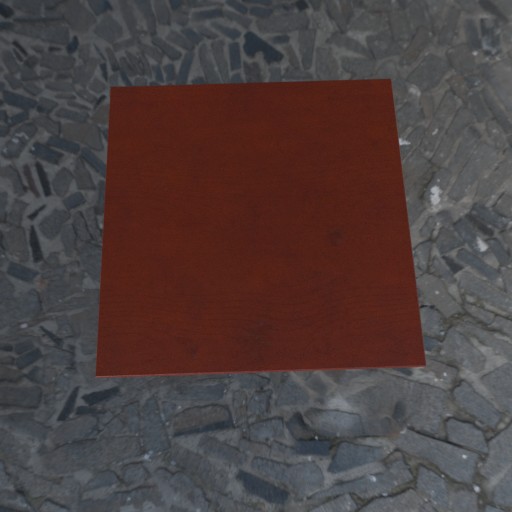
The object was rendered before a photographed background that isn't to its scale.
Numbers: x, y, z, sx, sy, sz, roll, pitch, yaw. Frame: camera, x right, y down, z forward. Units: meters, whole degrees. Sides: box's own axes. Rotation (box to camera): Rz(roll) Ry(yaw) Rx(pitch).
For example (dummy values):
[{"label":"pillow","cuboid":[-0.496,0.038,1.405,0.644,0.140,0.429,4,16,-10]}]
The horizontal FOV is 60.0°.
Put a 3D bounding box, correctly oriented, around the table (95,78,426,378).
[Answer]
[{"label":"table","cuboid":[0.000,0.000,1.000,0.523,0.558,0.522,1,76,0]}]
